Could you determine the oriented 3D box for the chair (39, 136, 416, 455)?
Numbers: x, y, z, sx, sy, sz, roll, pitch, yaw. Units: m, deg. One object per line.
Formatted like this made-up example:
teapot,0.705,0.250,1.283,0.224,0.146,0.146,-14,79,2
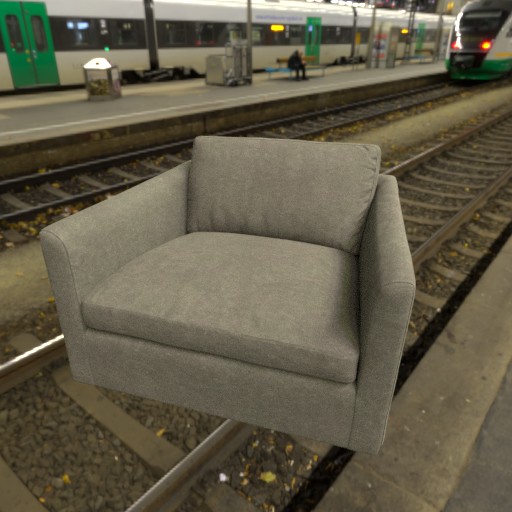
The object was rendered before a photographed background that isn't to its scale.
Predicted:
chair,0.000,0.000,1.848,1.190,0.845,1.091,8,27,16
